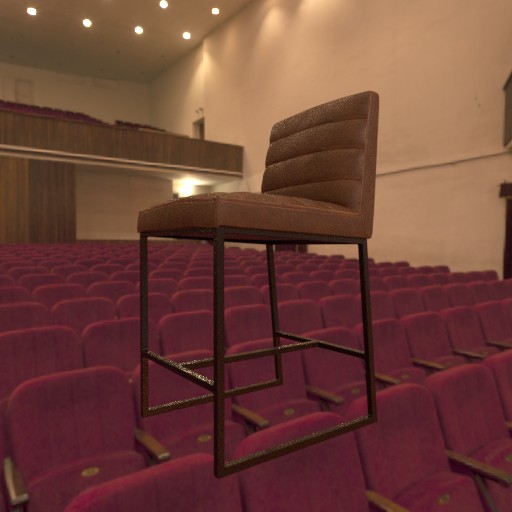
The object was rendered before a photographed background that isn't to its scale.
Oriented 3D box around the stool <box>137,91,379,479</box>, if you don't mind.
[{"bbox_3d":[0.000,0.000,1.269,0.562,0.942,0.463,-1,1,-36],"label":"stool"}]
